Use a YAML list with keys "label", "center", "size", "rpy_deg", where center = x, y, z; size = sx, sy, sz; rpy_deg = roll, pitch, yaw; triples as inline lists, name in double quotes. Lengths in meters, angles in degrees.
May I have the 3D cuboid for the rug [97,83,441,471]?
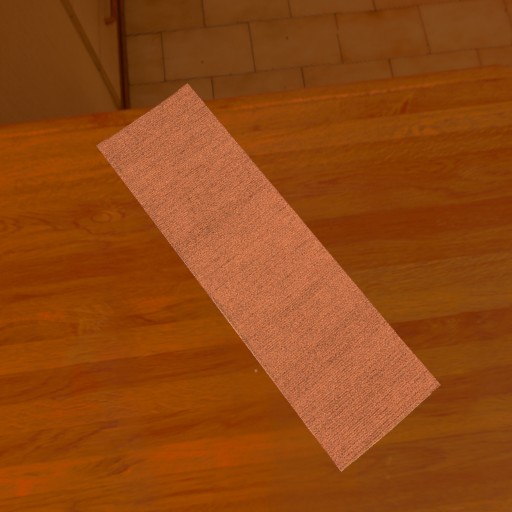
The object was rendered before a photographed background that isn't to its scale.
- label: "rug"
  center: [0.000, 0.000, 2.521]
  size: [0.692, 0.032, 2.320]
  rpy_deg: [-37, 78, -9]
